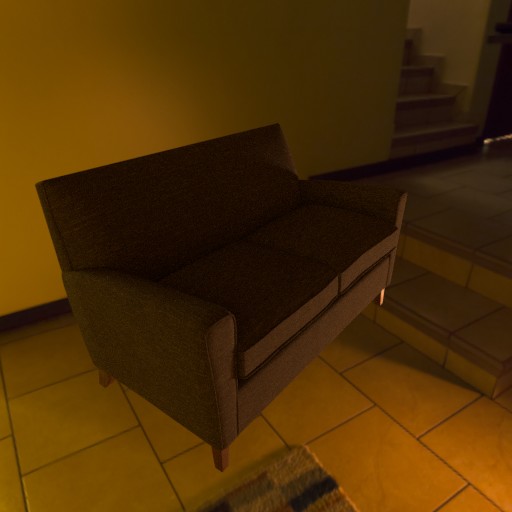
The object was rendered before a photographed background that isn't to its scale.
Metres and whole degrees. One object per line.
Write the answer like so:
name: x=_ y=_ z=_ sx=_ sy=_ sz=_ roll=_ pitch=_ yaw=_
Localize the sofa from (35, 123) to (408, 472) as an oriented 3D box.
sofa: x=0.000 y=0.000 z=2.017 sx=0.867 sy=0.905 sz=1.509 roll=19 pitch=32 yaw=33
